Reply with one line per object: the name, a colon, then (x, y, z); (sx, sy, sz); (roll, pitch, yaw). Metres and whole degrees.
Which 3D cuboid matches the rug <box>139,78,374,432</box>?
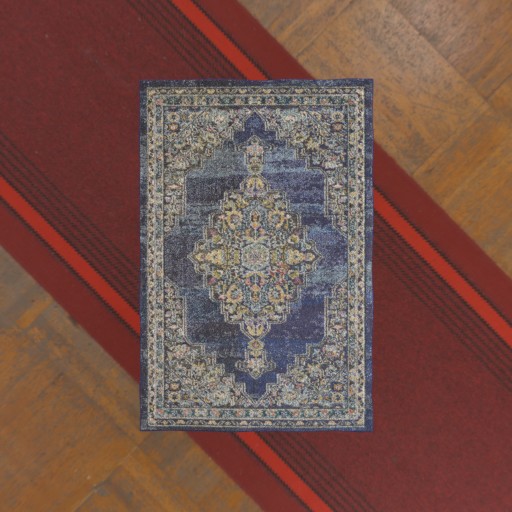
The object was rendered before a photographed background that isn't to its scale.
rug: (0.000, 0.000, 2.231); (1.184, 0.012, 1.781); (0, 90, 1)
